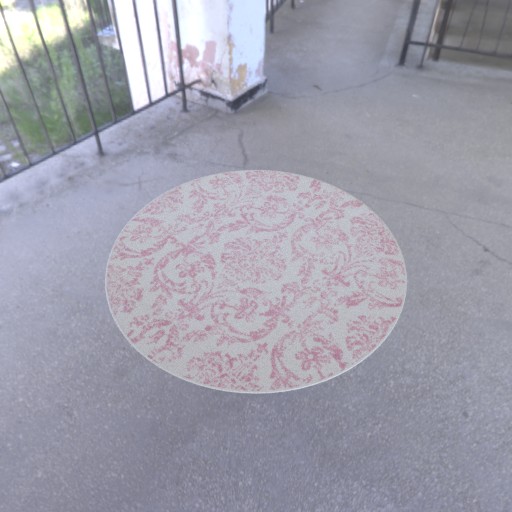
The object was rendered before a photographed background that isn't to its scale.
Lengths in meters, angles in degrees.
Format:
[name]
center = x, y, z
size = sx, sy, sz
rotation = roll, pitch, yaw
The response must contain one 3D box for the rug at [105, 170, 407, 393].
[rug]
center = 0.000, 0.000, 2.404
size = 1.593, 0.012, 1.593
rotation = 0, 46, 0
